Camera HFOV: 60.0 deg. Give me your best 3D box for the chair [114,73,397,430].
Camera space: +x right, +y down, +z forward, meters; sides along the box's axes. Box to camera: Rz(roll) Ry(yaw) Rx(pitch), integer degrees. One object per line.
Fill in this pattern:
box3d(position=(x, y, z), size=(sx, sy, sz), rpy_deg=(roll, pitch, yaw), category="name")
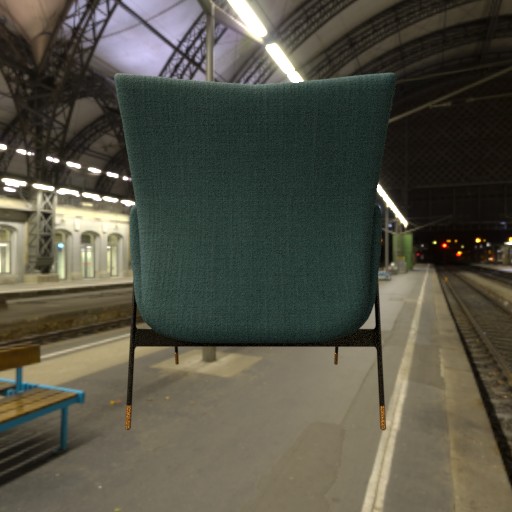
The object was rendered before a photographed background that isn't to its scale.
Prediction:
box3d(position=(0.000, 0.000, 1.395), size=(0.678, 0.859, 0.769), rpy_deg=(0, 0, 0), category="chair")
